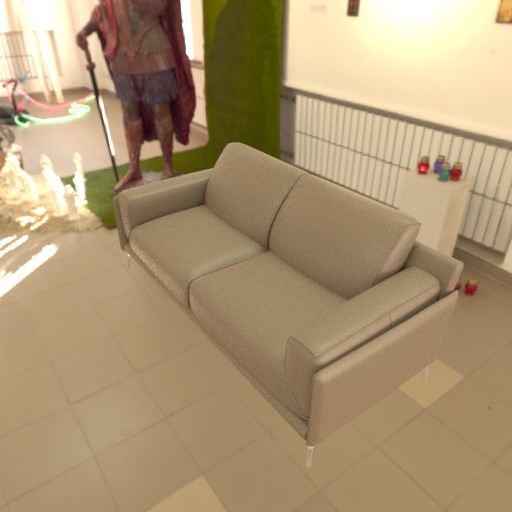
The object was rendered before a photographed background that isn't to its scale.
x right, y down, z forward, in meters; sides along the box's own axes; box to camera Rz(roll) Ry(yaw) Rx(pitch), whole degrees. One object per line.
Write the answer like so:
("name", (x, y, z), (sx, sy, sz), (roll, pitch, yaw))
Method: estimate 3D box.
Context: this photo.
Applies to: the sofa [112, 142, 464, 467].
("sofa", (0.000, 0.000, 2.664), (1.049, 0.930, 2.101), (-21, 37, -31))
